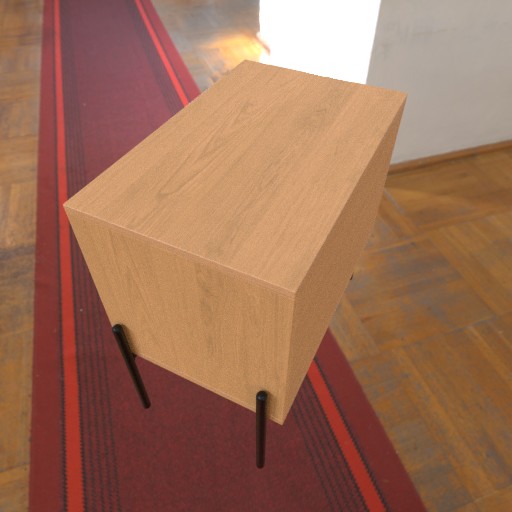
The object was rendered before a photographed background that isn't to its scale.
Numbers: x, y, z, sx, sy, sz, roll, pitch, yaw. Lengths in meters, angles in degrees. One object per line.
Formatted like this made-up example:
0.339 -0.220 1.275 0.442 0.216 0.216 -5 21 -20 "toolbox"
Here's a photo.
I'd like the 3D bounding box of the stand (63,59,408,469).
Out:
0.000 0.000 0.998 0.400 0.600 0.630 20 49 18 "stand"
